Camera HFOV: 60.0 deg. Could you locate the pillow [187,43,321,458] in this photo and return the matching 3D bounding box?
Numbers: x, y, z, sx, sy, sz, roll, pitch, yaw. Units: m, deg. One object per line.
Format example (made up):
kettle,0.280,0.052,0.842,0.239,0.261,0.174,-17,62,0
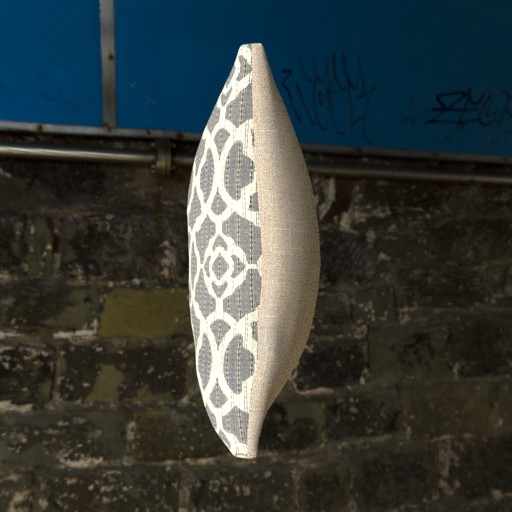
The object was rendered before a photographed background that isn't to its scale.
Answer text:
pillow,0.000,0.000,0.774,0.215,0.498,0.508,0,-2,1
